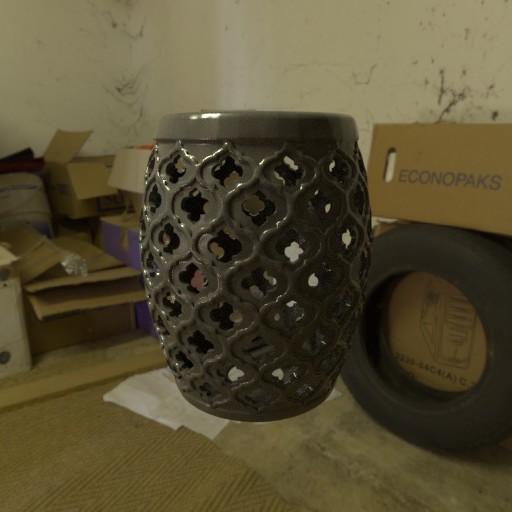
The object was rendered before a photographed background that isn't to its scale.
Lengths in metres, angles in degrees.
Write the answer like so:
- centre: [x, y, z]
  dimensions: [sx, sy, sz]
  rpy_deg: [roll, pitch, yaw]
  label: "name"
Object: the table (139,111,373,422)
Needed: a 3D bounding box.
- centre: [0.000, 0.000, 0.643]
  dimensions: [0.325, 0.388, 0.325]
  rpy_deg: [0, 15, 0]
  label: "table"
